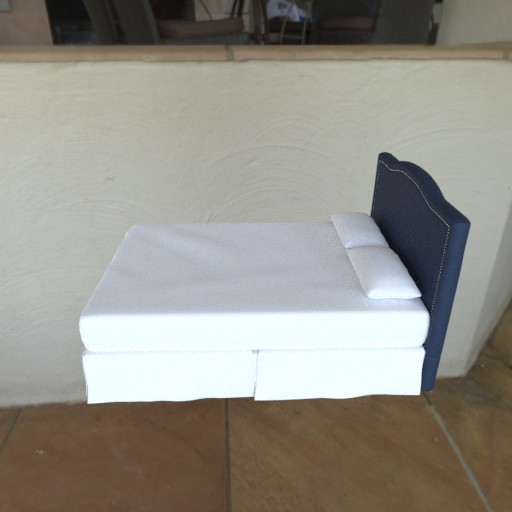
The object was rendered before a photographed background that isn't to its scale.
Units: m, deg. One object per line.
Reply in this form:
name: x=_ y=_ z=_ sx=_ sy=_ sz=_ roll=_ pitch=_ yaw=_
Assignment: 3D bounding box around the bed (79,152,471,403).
bed: x=0.000 y=0.000 z=3.593 sx=2.507 sy=1.441 sz=1.741 roll=-1 pitch=27 yaw=-1
